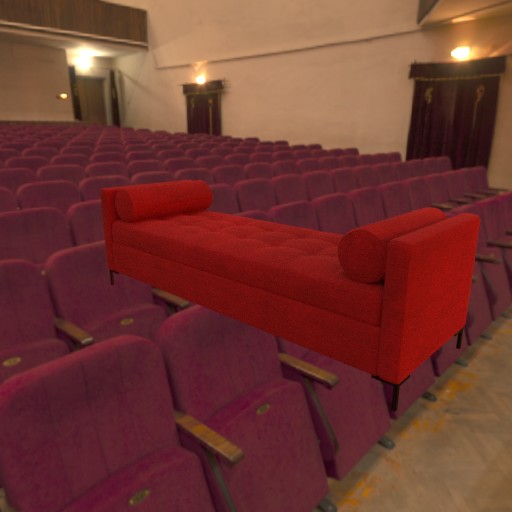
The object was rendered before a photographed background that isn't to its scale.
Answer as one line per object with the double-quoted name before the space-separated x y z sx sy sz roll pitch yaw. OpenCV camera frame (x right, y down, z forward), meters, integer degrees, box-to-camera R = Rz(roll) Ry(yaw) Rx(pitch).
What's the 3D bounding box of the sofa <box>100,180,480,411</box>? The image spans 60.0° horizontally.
"sofa" 0.000 0.000 2.368 1.981 0.635 0.686 14 21 41
